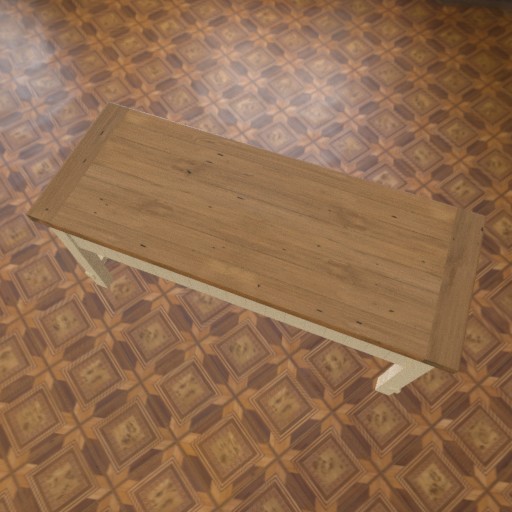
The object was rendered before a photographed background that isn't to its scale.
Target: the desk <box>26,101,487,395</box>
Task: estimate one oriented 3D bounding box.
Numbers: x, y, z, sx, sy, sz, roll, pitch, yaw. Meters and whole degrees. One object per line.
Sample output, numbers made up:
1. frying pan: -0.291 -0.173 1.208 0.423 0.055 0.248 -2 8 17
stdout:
1. desk: 0.000 0.000 2.197 1.803 0.762 0.688 19 65 9
